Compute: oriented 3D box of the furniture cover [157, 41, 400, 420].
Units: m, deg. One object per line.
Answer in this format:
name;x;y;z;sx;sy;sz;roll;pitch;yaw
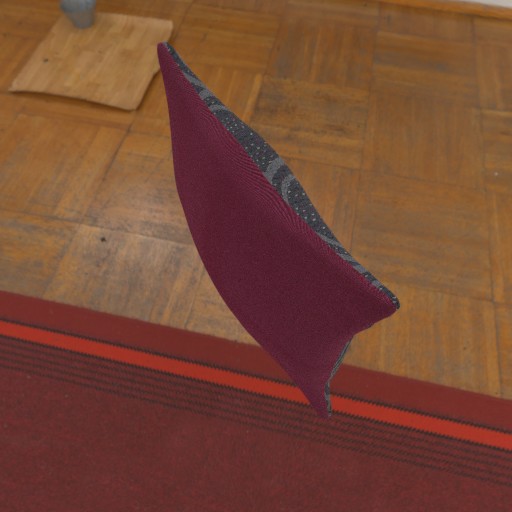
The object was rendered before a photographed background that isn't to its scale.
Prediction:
furniture cover;0.000;0.000;0.759;0.163;0.513;0.514;-29;63;-17
